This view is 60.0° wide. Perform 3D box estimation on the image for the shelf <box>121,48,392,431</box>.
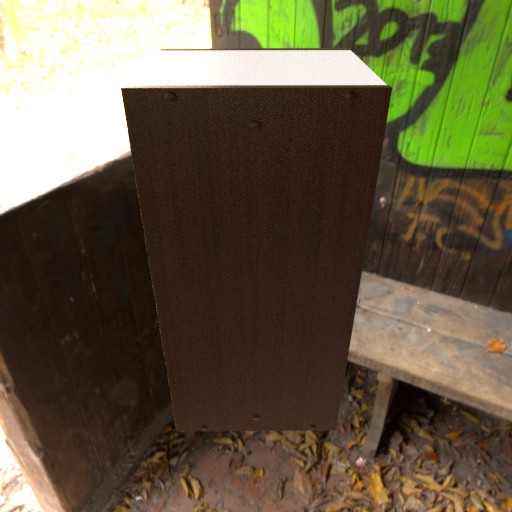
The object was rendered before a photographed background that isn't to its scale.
[{"bbox_3d":[0.000,0.000,0.743,0.290,0.600,0.253,0,34,0],"label":"shelf"}]
